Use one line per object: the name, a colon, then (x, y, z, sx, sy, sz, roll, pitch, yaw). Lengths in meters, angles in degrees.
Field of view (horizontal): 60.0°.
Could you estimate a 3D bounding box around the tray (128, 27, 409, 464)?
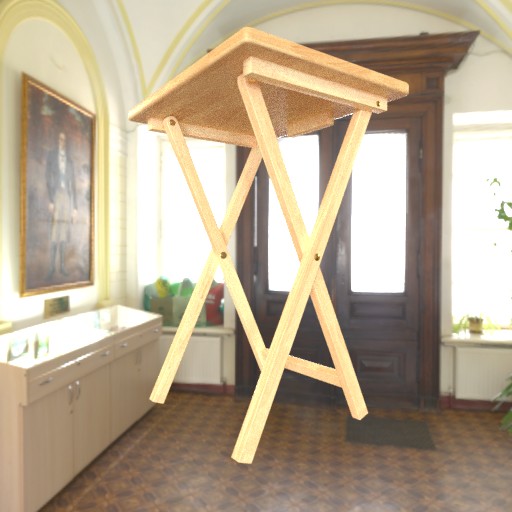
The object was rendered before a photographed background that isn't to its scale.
tray: (0.000, 0.000, 0.935, 0.381, 0.660, 0.483, -1, 1, -36)
